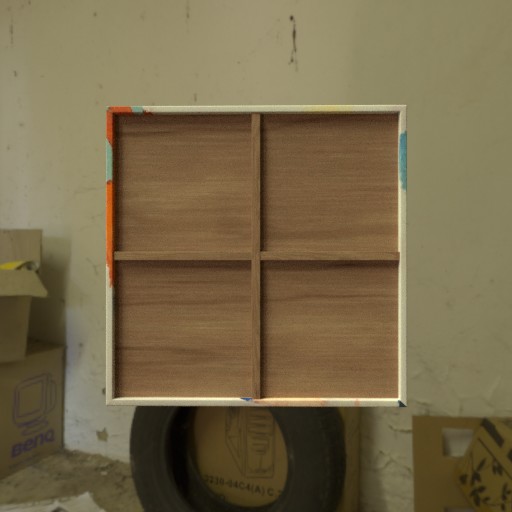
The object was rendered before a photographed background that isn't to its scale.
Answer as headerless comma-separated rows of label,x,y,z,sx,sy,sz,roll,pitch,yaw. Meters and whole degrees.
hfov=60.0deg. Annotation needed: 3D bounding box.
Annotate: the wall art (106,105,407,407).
wall art,0.000,0.000,1.518,1.017,1.017,0.044,0,0,1
